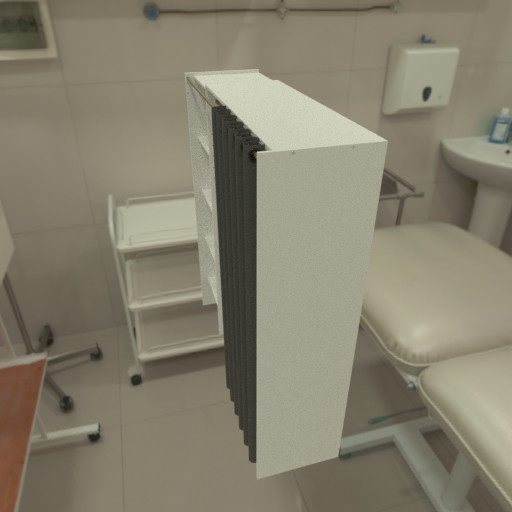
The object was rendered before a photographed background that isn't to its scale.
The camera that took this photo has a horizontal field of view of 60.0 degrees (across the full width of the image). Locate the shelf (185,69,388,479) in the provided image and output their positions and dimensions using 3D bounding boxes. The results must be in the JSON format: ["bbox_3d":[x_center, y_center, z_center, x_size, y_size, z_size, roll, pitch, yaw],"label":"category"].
[{"bbox_3d":[0.000,0.000,2.626,0.500,1.810,1.600,-9,33,-14],"label":"shelf"}]
